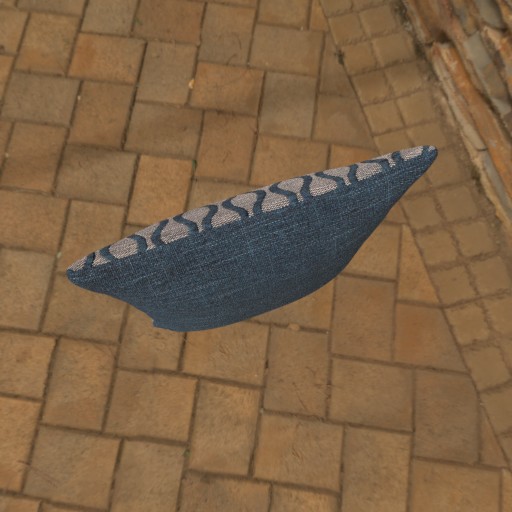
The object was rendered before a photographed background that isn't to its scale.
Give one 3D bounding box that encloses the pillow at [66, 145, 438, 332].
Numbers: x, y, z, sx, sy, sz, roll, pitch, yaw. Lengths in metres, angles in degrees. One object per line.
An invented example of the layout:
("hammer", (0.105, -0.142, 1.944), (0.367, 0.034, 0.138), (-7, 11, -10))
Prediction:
("pillow", (0.000, 0.000, 0.689), (0.435, 0.435, 0.159), (-21, 76, -5))
